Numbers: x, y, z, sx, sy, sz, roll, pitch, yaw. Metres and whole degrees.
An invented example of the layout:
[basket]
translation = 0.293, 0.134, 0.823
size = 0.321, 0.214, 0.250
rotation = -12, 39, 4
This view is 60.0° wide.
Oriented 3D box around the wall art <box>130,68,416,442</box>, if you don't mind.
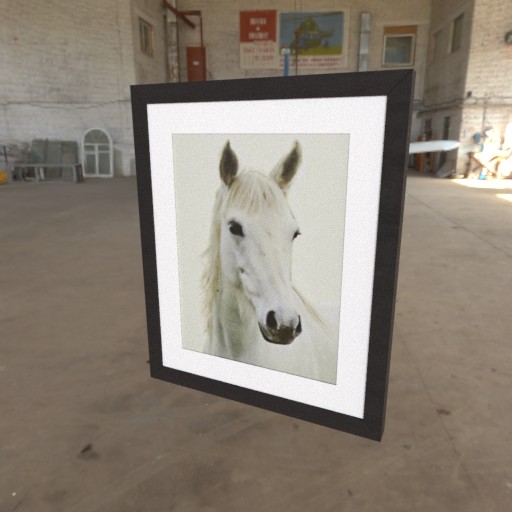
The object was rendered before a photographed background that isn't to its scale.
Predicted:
[wall art]
translation = 0.000, 0.000, 0.741
size = 0.455, 0.552, 0.034
rotation = 7, 17, 25
